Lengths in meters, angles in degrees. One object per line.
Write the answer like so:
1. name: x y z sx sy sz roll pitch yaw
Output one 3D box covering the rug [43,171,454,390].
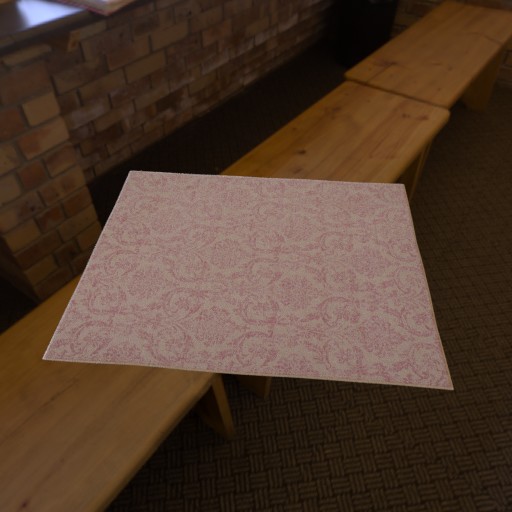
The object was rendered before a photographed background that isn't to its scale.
1. rug: 0.000 0.000 4.008 2.980 0.012 2.363 3 47 3
